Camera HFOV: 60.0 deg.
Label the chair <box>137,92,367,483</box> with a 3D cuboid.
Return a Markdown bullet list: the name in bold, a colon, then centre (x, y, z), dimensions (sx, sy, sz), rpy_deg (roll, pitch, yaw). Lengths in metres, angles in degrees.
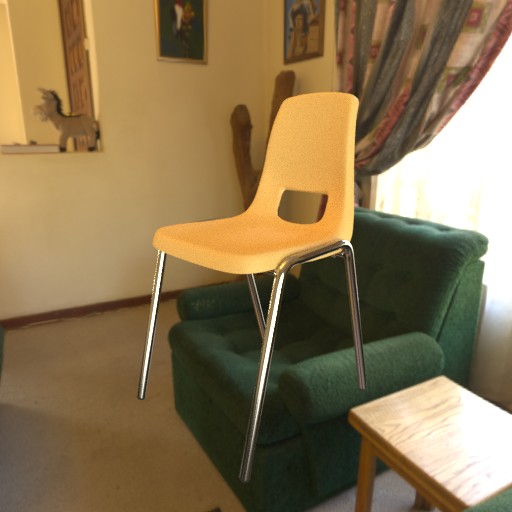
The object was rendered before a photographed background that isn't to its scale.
- **chair**: centre (0.000, 0.000, 0.983), dimensions (0.436, 0.704, 0.381), rpy_deg (-15, 22, -42)
